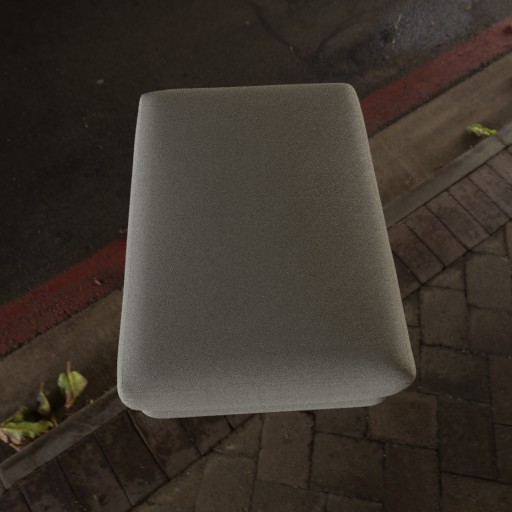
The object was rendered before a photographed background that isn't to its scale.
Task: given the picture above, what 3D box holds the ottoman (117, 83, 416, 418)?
[{"bbox_3d":[0.000,0.000,1.142,0.569,0.504,0.773,-3,64,-1],"label":"ottoman"}]
